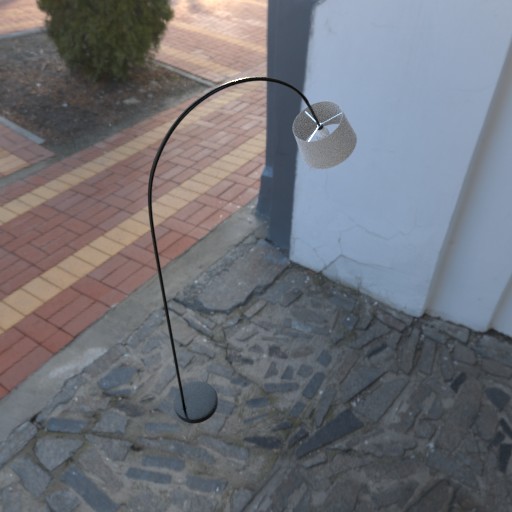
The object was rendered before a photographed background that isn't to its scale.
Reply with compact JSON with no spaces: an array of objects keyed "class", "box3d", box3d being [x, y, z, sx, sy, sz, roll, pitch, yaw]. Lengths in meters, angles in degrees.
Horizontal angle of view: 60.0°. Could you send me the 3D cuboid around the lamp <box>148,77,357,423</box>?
[{"class":"lamp","box3d":[0.000,0.000,2.658,1.363,2.104,0.331,-27,47,-29]}]
